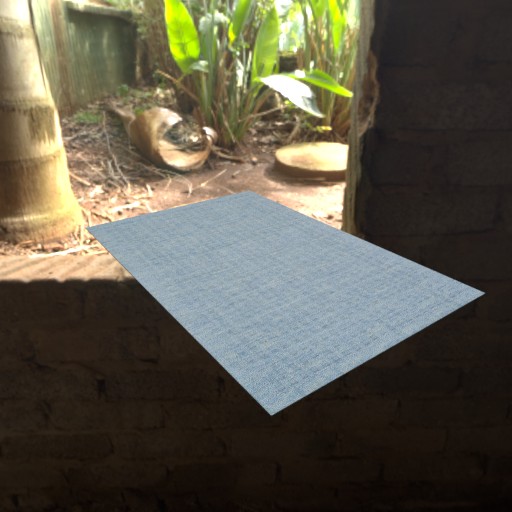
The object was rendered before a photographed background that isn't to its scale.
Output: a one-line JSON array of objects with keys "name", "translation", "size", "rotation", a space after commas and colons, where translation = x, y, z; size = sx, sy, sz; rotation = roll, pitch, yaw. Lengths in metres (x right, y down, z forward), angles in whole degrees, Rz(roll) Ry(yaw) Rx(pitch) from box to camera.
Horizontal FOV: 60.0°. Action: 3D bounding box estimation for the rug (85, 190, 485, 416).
[{"name": "rug", "translation": [0.000, 0.000, 2.917], "size": [1.522, 0.006, 2.286], "rotation": [-18, 32, -32]}]
